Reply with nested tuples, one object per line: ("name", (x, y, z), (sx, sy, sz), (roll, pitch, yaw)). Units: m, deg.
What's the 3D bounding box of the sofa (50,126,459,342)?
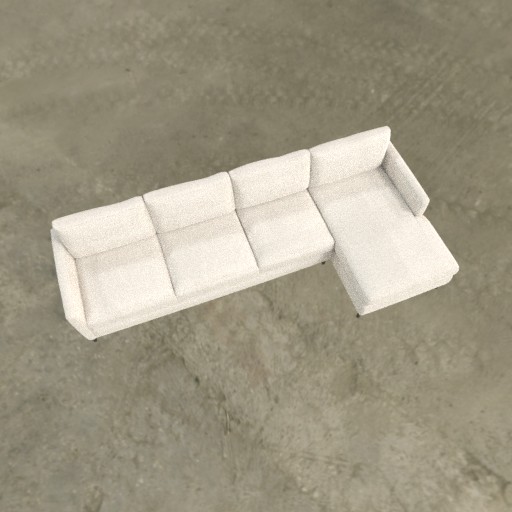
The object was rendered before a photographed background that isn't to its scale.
("sofa", (0.000, 0.000, 2.926), (2.445, 0.677, 1.126), (-18, 63, -9))
